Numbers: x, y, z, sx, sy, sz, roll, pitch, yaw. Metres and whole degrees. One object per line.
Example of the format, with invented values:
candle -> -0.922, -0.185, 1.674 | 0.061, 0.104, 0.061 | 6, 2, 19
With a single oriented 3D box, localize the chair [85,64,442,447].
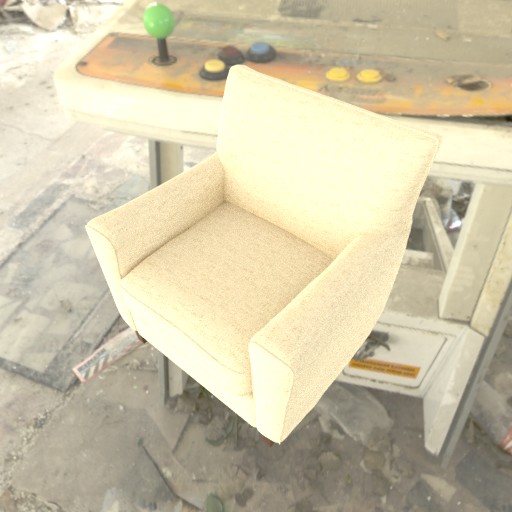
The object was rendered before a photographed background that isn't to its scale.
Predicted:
chair -> 0.000, 0.000, 1.605 | 0.870, 0.943, 0.823 | 30, 53, 26
